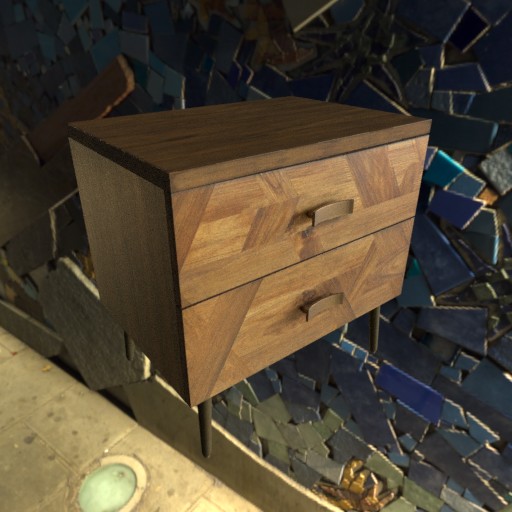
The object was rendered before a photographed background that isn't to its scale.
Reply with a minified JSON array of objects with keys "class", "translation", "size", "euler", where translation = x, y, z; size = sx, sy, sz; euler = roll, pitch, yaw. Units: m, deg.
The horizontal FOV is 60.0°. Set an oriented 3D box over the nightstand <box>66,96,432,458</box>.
[{"class":"nightstand","translation":[0.000,0.000,1.036],"size":[0.610,0.610,0.458],"euler":[-20,34,-33]}]
